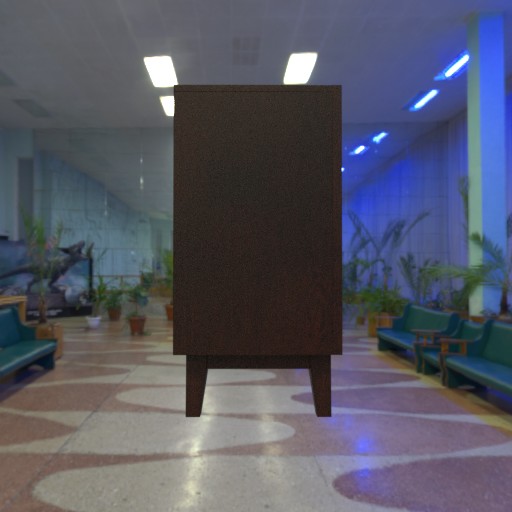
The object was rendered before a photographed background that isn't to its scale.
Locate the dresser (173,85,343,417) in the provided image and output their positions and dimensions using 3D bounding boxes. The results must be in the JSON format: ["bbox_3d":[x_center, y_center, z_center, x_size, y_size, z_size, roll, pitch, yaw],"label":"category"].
[{"bbox_3d":[0.000,0.000,2.084,0.499,0.971,1.609,0,-1,0],"label":"dresser"}]
